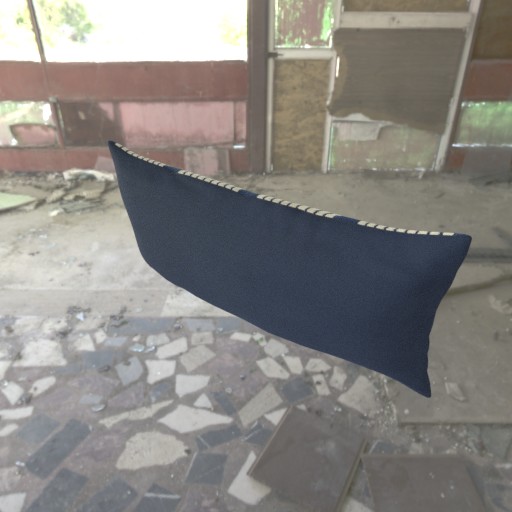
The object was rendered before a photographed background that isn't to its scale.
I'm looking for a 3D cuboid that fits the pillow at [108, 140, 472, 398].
[{"bbox_3d":[0.000,0.000,0.714,0.608,0.292,0.156,21,37,31],"label":"pillow"}]
